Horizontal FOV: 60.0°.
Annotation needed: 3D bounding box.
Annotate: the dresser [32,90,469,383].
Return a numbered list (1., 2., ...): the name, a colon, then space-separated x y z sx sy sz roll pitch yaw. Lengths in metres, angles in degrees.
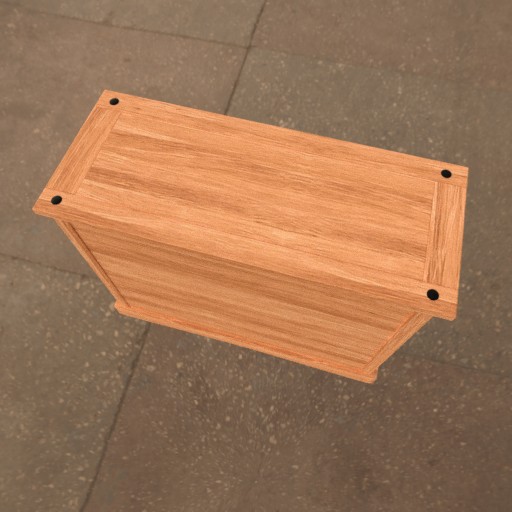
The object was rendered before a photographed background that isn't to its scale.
1. dresser: 0.000 0.000 1.406 0.990 0.740 0.410 14 64 7
